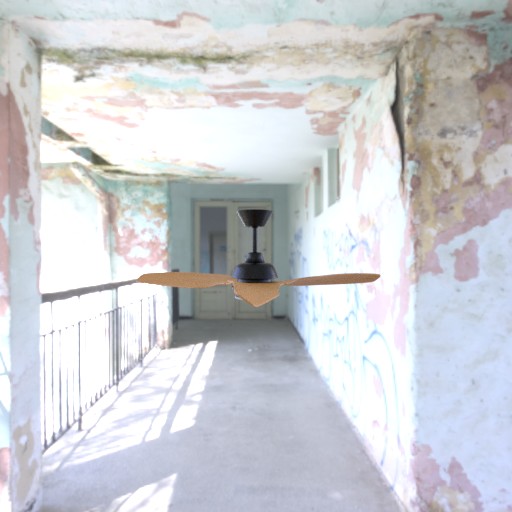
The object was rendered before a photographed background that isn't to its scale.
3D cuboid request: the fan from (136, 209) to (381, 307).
[{"bbox_3d":[0.000,0.000,1.612,1.142,0.355,1.010,0,0,1],"label":"fan"}]
